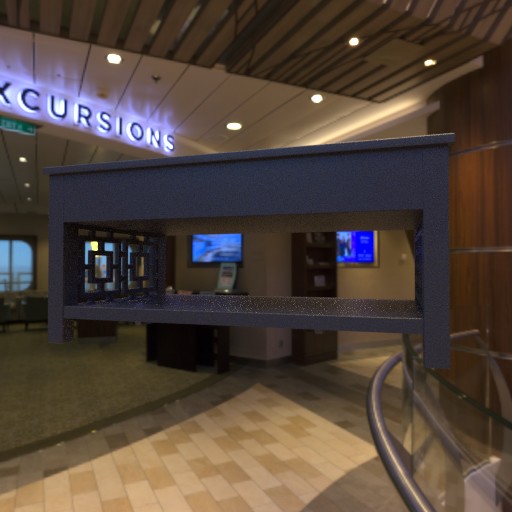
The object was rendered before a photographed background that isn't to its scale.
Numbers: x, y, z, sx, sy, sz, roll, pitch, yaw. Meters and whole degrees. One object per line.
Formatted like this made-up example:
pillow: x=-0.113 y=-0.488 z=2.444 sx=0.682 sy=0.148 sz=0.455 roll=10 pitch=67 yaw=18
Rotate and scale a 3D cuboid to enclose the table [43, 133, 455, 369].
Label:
table: x=0.000 y=0.000 z=1.372 sx=1.068 sy=0.493 sz=0.612 roll=0 pitch=-1 yaw=18
